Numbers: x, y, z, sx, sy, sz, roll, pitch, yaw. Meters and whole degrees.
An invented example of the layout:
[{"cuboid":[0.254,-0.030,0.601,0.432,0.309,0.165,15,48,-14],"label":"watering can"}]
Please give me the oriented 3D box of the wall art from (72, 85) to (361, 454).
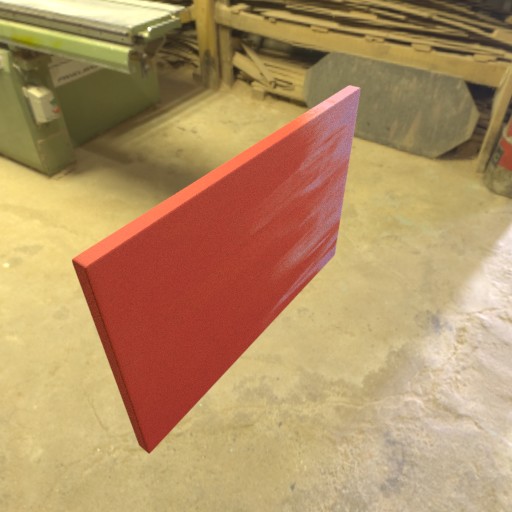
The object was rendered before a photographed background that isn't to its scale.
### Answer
[{"cuboid":[0.000,0.000,1.148,0.040,0.609,0.913,26,47,27],"label":"wall art"}]
